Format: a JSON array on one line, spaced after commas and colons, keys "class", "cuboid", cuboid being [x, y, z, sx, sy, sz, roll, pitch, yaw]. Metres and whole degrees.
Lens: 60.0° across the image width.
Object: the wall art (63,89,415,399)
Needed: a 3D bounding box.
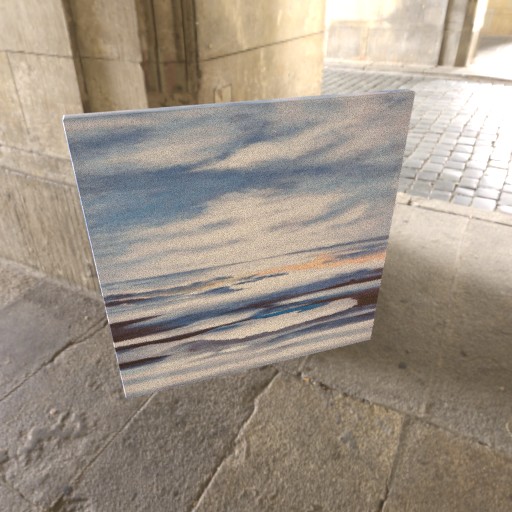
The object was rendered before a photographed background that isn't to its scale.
[{"class": "wall art", "cuboid": [0.000, 0.000, 1.109, 0.747, 0.747, 0.035, -10, 33, -15]}]
